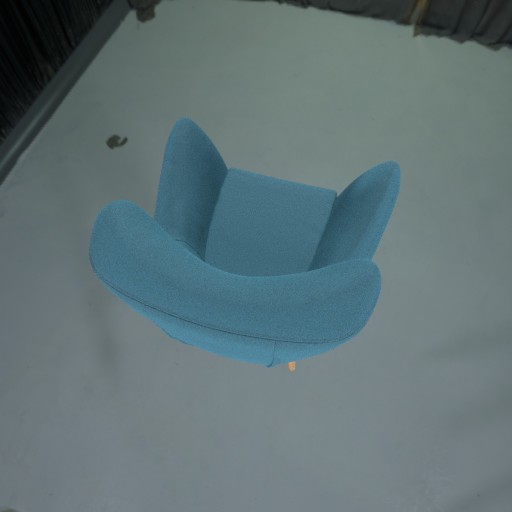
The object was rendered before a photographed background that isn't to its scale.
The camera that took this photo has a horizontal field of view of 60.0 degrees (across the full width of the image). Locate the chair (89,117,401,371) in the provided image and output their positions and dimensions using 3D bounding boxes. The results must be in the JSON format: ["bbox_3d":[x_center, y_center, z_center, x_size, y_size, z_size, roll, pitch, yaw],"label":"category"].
[{"bbox_3d":[0.000,0.000,1.637,0.890,0.889,0.889,14,62,8],"label":"chair"}]
